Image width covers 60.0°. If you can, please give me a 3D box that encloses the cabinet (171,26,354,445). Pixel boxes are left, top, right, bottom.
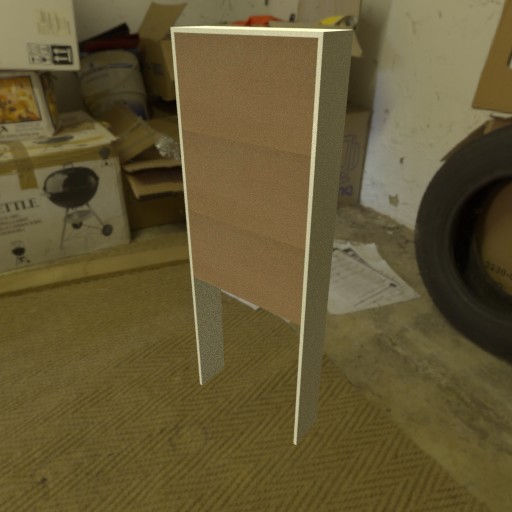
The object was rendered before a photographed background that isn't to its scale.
[{"bbox_3d":[0.000,0.000,1.937,0.643,1.770,0.192,21,35,33],"label":"cabinet"}]
